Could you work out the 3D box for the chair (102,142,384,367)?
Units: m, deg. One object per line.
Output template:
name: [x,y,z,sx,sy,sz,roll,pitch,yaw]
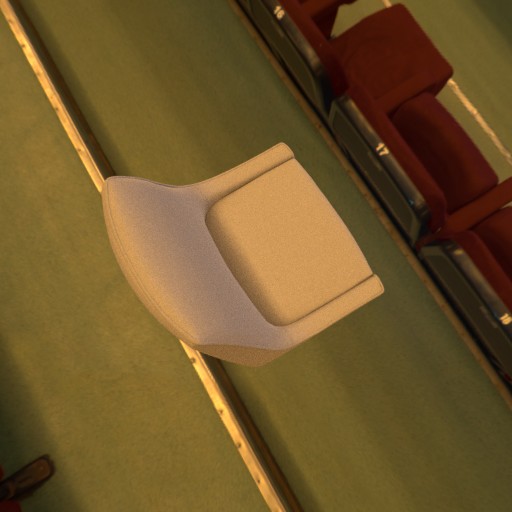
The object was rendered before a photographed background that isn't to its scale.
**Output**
chair: [0.000,0.000,1.215,0.544,0.861,0.529,-30,78,-7]
